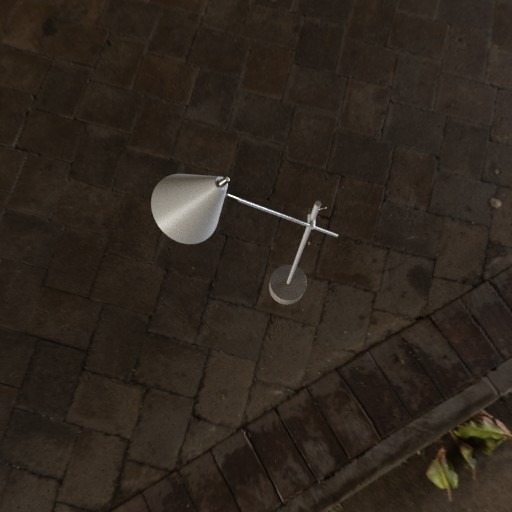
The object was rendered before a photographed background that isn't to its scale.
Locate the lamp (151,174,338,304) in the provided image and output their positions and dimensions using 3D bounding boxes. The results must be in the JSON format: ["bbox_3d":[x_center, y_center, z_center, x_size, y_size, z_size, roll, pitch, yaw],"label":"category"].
[{"bbox_3d":[0.000,0.000,1.647,0.508,1.430,0.223,2,76,1],"label":"lamp"}]
